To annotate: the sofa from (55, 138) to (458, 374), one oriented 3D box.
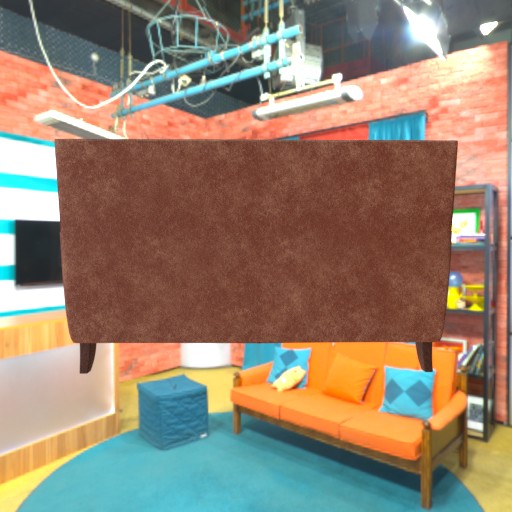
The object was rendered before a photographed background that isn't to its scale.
[{"bbox_3d":[0.000,0.000,2.003,1.473,0.871,0.787,0,1,-1],"label":"sofa"}]
